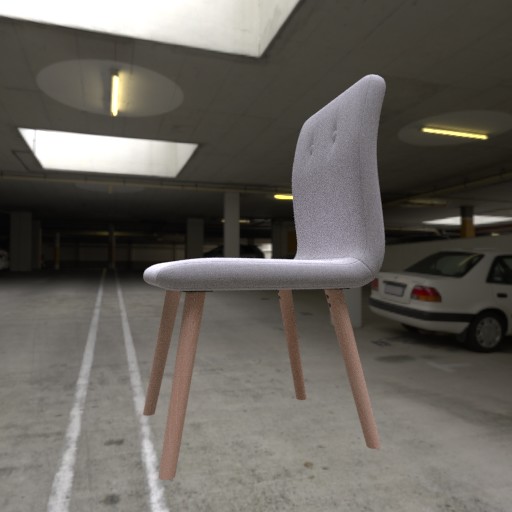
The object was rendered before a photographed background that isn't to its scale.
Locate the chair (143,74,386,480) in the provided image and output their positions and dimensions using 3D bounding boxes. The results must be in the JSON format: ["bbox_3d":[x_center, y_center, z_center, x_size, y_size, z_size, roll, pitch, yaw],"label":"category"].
[{"bbox_3d":[0.000,0.000,1.157,0.550,0.885,0.435,1,-2,-18],"label":"chair"}]
